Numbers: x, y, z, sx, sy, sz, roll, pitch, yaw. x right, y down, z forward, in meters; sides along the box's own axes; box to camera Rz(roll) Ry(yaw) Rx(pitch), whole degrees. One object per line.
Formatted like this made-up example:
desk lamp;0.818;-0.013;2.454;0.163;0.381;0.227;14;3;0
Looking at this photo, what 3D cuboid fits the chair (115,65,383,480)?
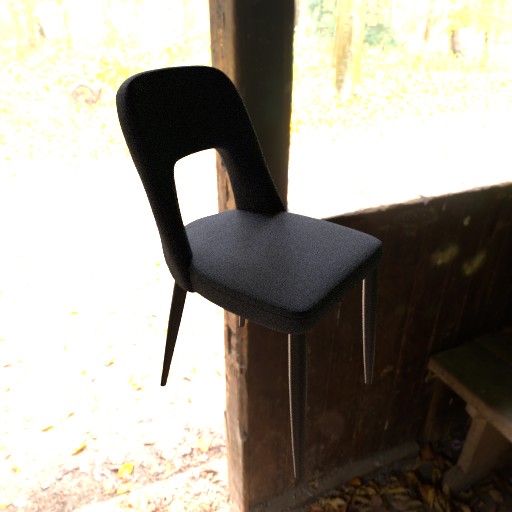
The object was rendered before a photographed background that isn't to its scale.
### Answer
chair;0.000;0.000;1.220;0.612;0.931;0.470;20;34;32
